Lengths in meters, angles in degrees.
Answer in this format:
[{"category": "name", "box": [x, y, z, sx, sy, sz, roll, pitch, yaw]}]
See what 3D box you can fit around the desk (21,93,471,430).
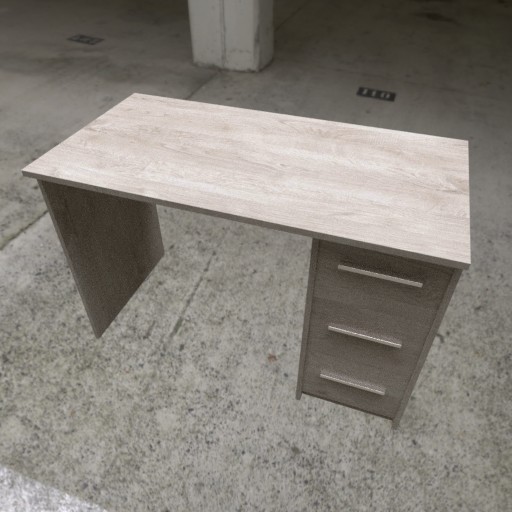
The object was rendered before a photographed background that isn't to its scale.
[{"category": "desk", "box": [0.000, 0.000, 1.453, 1.097, 0.735, 0.560, 13, 43, 14]}]
